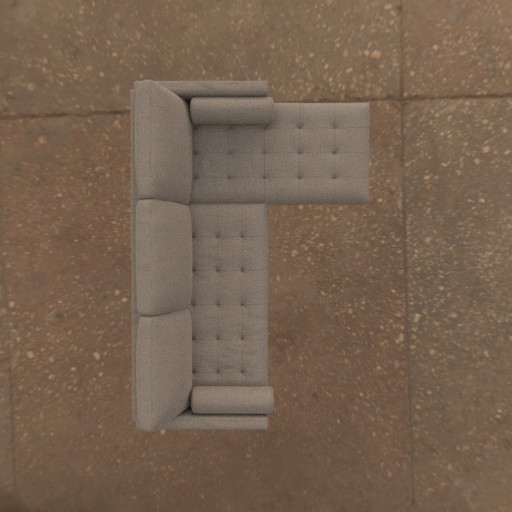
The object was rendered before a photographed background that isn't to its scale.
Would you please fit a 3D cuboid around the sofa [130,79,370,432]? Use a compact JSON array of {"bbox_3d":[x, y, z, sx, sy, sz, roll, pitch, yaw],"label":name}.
[{"bbox_3d":[0.000,0.000,2.911,1.506,0.875,2.178,0,91,0],"label":"sofa"}]
